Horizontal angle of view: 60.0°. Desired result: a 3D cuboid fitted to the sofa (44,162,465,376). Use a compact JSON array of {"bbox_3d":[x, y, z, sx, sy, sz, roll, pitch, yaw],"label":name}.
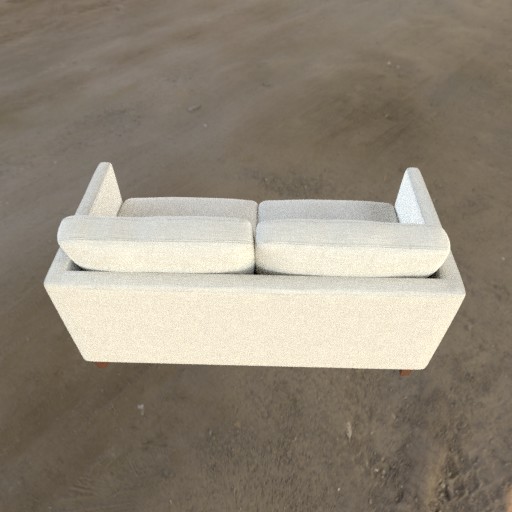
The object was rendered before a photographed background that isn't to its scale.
[{"bbox_3d":[0.000,0.000,2.411,1.838,0.963,0.950,1,47,1],"label":"sofa"}]
